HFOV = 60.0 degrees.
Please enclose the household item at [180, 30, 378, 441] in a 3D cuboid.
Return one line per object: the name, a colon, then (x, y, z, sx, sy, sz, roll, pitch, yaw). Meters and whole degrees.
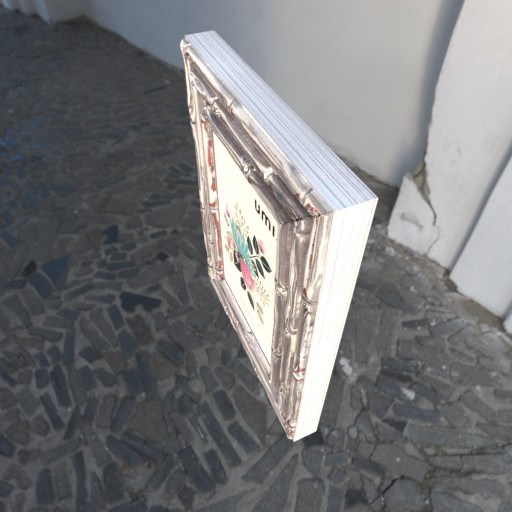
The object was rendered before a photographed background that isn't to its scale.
household item: (0.000, 0.000, 0.284, 0.025, 0.216, 0.165, -18, 50, -16)
